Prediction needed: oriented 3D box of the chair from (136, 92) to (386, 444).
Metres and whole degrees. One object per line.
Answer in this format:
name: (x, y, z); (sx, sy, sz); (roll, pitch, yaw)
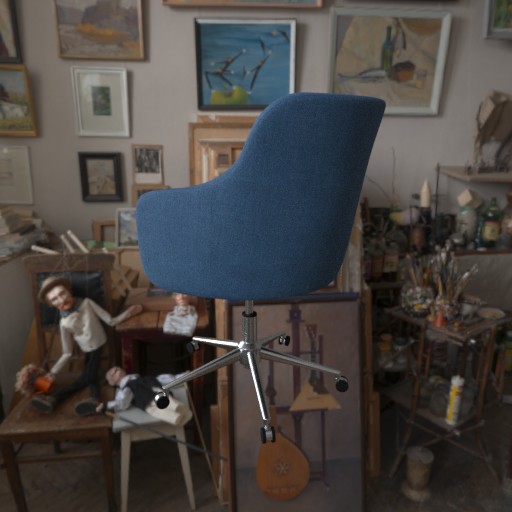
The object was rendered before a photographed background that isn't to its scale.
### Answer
chair: (0.000, 0.000, 1.245); (0.599, 0.820, 0.655); (-15, 21, -43)
